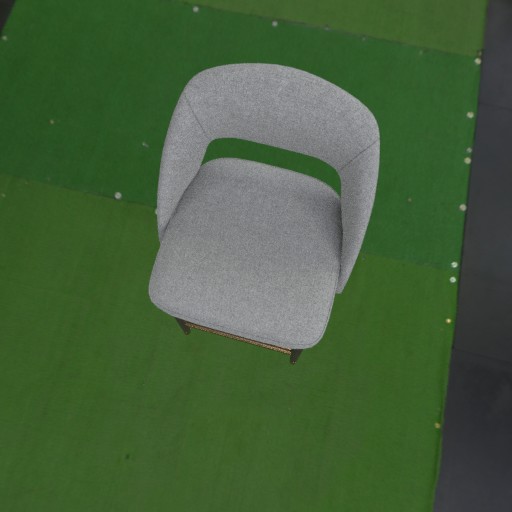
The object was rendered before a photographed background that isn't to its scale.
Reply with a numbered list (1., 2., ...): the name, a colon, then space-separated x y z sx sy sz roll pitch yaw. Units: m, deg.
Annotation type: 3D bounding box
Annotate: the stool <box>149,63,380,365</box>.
1. stool: 0.000 0.000 1.290 0.494 1.037 0.509 15 76 4
